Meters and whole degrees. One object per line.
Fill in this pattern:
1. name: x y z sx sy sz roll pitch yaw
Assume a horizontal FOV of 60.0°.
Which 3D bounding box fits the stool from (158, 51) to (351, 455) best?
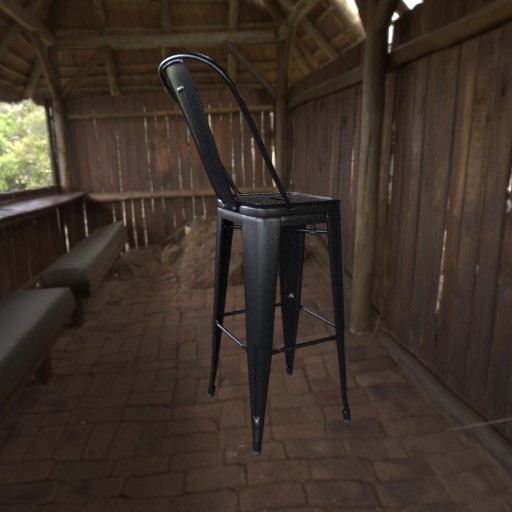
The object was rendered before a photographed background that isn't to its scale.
1. stool: 0.000 0.000 1.362 0.513 1.096 0.399 -7 15 -27
